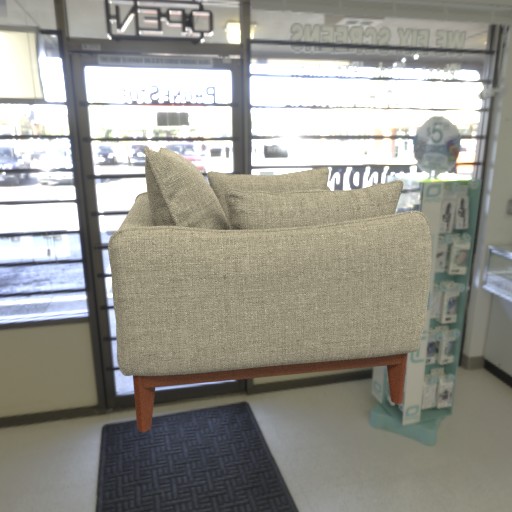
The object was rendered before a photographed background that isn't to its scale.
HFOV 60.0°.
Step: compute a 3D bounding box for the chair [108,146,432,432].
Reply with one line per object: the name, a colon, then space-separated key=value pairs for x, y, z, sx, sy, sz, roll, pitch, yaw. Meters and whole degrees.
chair: x=0.000 y=0.000 z=1.734 sx=0.976 sy=0.839 sz=0.993 roll=-3 pitch=15 yaw=-10
